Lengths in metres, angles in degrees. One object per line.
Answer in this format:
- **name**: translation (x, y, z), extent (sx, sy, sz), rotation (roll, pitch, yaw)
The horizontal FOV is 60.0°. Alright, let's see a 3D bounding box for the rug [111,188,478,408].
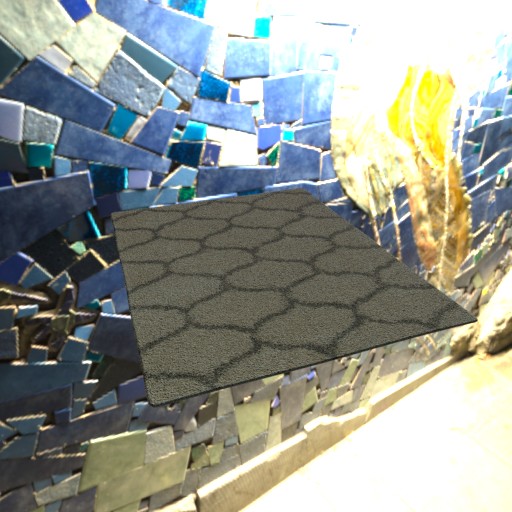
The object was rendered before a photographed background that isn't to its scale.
- **rug**: translation (0.000, 0.000, 4.122), extent (2.399, 0.026, 3.000), rotation (-10, 30, -18)
